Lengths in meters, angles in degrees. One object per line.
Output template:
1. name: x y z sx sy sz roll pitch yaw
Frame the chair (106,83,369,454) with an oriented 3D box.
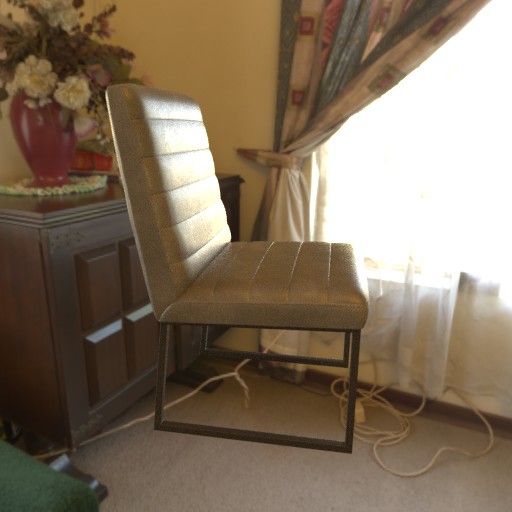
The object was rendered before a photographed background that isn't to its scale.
1. chair: 0.000 0.000 1.312 0.634 0.930 0.520 3 16 10
